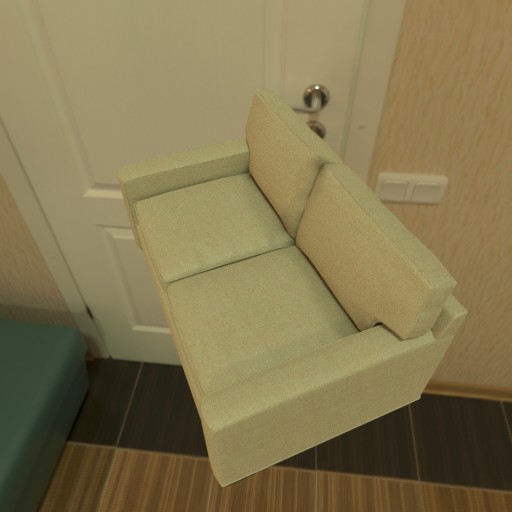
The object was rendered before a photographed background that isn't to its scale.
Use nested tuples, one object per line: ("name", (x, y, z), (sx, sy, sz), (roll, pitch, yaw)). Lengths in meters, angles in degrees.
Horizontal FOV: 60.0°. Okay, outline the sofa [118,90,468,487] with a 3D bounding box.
("sofa", (0.000, 0.000, 2.008), (0.942, 0.853, 1.484), (-17, 49, -16))
